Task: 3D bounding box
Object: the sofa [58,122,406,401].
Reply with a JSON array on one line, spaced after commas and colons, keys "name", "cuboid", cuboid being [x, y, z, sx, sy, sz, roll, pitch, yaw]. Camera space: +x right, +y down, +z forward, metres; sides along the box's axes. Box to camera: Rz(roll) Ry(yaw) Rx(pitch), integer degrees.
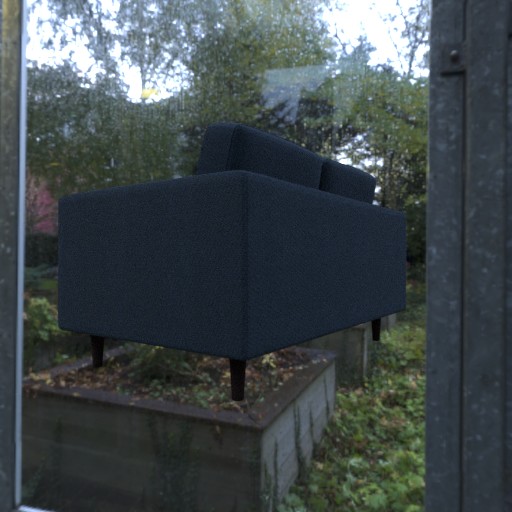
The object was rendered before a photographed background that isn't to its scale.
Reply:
[{"name": "sofa", "cuboid": [0.000, 0.000, 2.159, 0.999, 0.930, 1.518, 0, 0, 35]}]
